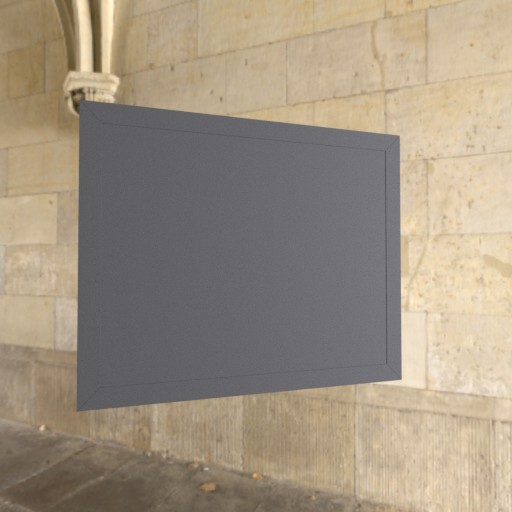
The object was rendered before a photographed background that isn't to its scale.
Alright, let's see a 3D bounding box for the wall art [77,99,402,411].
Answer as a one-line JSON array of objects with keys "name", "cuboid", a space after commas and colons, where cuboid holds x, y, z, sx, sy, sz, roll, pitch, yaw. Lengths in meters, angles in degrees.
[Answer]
[{"name": "wall art", "cuboid": [0.000, 0.000, 0.543, 0.404, 0.329, 0.024, 0, -1, -19]}]
